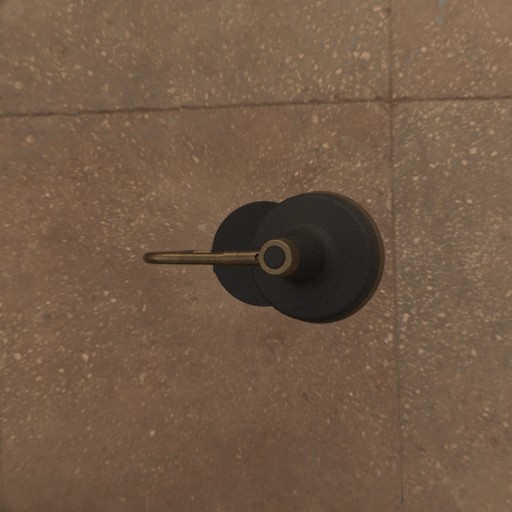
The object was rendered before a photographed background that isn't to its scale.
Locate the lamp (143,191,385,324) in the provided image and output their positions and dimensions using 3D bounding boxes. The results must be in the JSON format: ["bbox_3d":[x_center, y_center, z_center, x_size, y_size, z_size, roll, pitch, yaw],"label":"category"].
[{"bbox_3d":[0.000,0.000,0.496,0.218,0.385,0.162,0,91,-1],"label":"lamp"}]
